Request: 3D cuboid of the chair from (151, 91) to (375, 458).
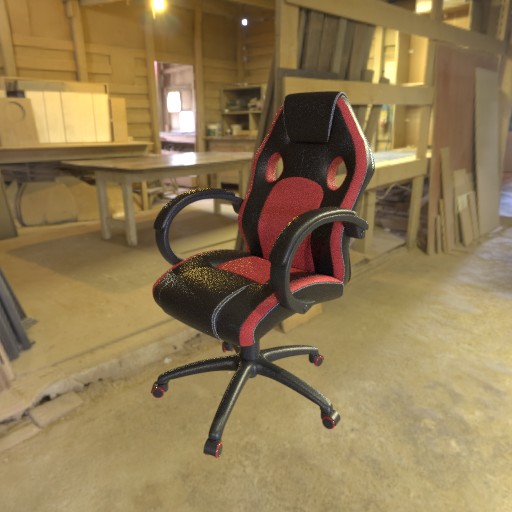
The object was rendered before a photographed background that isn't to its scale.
[{"bbox_3d":[0.000,0.000,1.667,0.750,1.189,0.783,16,23,42],"label":"chair"}]
